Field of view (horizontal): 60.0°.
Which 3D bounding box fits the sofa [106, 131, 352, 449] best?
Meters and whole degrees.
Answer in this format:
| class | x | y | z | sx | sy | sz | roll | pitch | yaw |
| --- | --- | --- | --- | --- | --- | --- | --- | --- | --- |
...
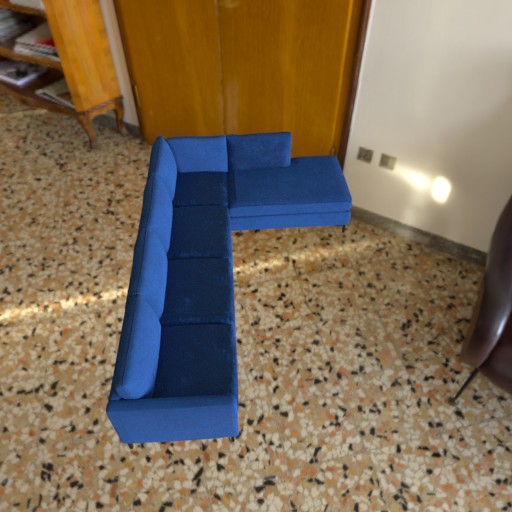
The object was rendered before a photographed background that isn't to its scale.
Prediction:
| class | x | y | z | sx | sy | sz | roll | pitch | yaw |
| --- | --- | --- | --- | --- | --- | --- | --- | --- | --- |
| sofa | 0.000 | 0.000 | 3.250 | 1.707 | 0.687 | 2.486 | -3 | 46 | -3 |
